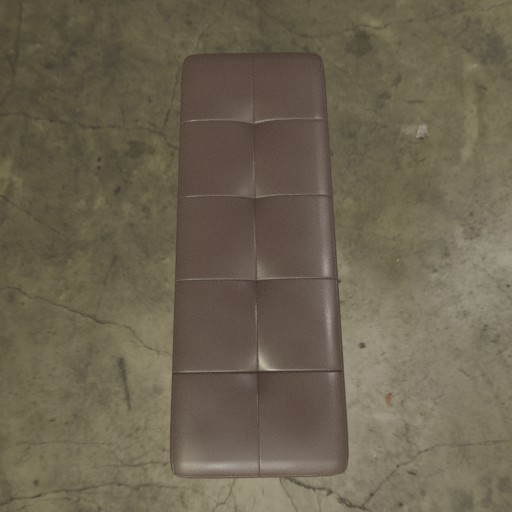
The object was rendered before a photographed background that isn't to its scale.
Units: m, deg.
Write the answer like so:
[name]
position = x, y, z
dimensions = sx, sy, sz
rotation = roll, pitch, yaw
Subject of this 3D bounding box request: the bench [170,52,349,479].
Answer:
[bench]
position = 0.000, 0.000, 1.413
dimensions = 0.450, 0.417, 1.219
rotation = -1, 75, 0
